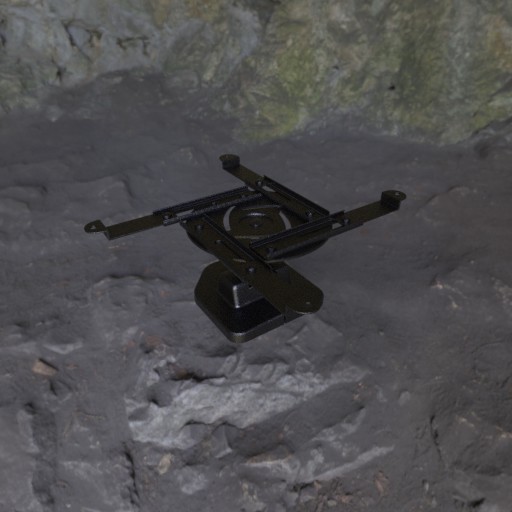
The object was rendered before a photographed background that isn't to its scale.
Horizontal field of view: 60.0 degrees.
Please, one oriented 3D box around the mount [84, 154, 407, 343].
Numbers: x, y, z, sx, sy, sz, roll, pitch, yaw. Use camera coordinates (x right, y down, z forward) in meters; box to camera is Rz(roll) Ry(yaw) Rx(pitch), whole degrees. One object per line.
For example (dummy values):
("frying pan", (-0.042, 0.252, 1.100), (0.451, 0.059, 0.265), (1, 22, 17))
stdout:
("mount", (0.000, 0.000, 0.604), (0.394, 0.141, 0.394), (-20, 38, -28))
